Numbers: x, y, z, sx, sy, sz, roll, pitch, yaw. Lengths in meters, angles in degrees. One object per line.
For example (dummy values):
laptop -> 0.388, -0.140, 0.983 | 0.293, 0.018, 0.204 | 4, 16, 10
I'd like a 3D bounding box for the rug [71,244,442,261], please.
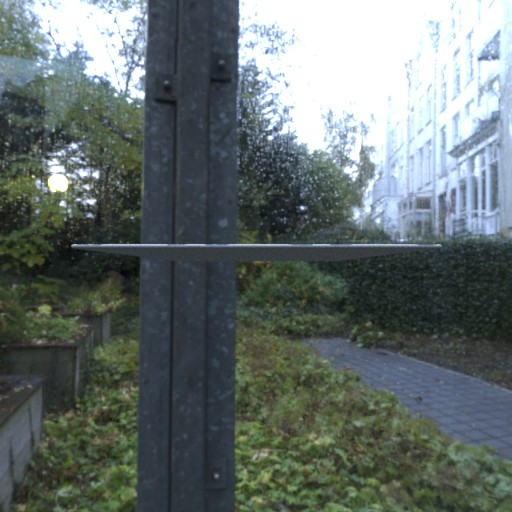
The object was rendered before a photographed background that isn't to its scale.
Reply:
rug -> 0.000, 0.000, 2.989 | 1.521, 0.017, 2.365 | 0, -2, 0
